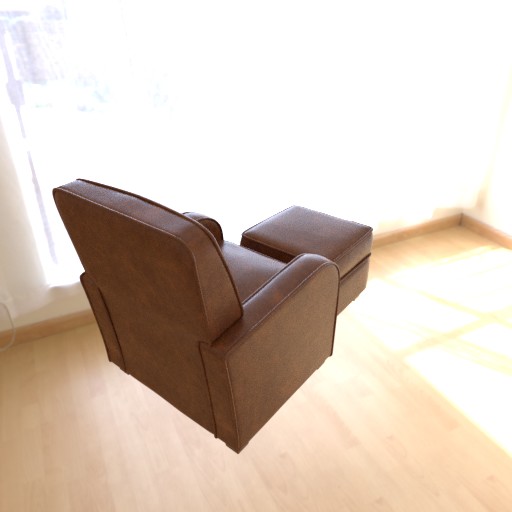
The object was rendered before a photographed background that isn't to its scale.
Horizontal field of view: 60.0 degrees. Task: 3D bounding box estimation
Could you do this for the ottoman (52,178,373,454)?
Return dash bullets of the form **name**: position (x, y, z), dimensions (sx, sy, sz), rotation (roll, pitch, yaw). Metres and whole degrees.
- **ottoman**: position (0.000, 0.000, 1.875), dimensions (0.732, 0.904, 1.314), rotation (21, 36, 33)
